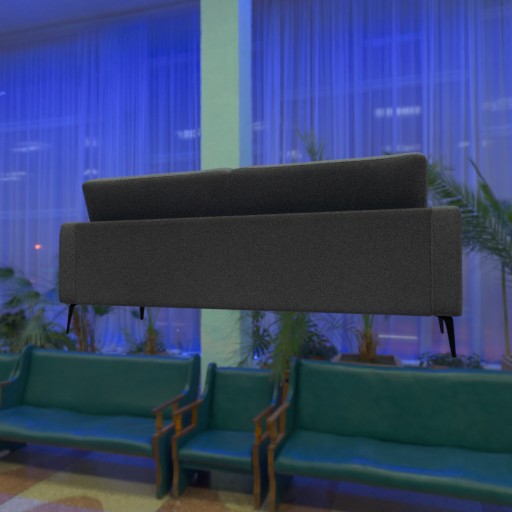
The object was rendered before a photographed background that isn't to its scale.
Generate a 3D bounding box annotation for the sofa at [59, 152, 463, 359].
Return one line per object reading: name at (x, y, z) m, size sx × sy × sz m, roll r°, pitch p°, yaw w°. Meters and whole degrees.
sofa at (0.000, 0.000, 2.352) m, size 1.925 × 0.828 × 0.774 m, roll -1°, pitch -2°, yaw 19°
